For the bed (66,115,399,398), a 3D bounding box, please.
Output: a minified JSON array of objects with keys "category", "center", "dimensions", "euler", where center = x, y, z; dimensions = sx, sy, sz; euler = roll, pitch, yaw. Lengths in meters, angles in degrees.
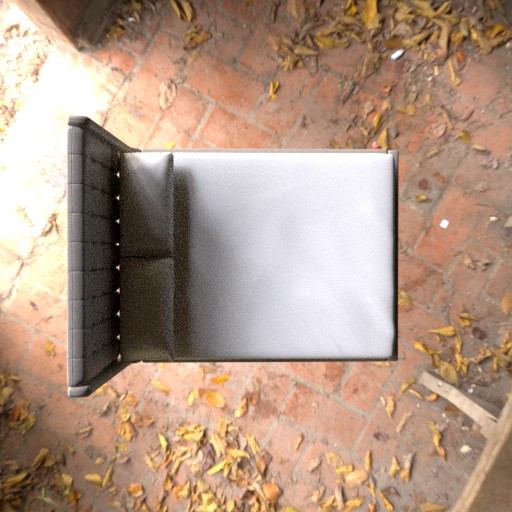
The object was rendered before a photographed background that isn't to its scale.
[{"category":"bed","center":[0.000,0.000,3.163],"dimensions":[2.232,1.147,1.656],"euler":[0,90,-1]}]
